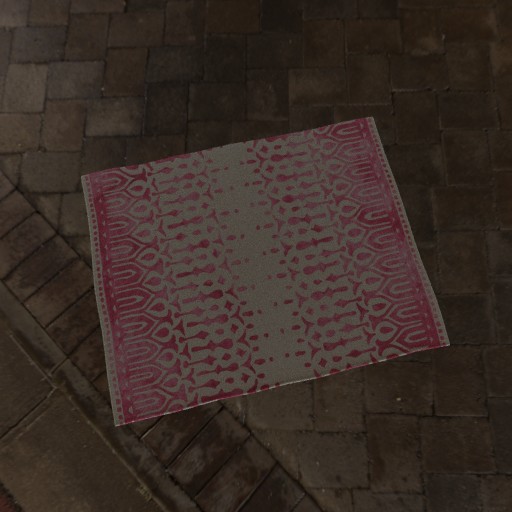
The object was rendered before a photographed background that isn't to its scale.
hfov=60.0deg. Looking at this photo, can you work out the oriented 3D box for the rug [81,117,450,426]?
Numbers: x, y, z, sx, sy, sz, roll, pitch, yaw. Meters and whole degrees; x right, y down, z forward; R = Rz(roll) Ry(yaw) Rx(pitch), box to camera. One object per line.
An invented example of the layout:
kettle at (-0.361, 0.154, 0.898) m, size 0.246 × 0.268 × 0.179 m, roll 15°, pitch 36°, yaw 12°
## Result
rug at (0.000, 0.000, 4.248) m, size 3.095 × 0.016 × 2.441 m, roll -12°, pitch 75°, yaw -3°
